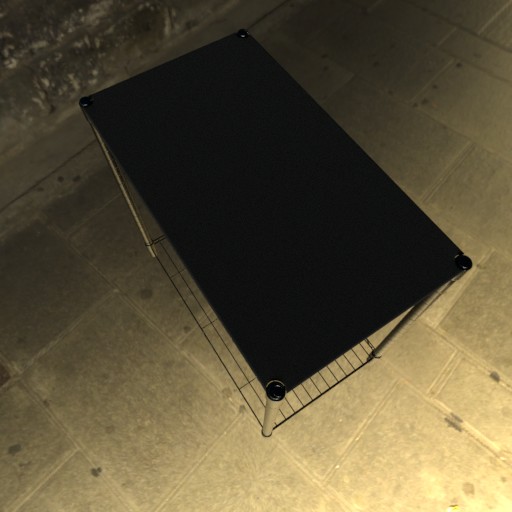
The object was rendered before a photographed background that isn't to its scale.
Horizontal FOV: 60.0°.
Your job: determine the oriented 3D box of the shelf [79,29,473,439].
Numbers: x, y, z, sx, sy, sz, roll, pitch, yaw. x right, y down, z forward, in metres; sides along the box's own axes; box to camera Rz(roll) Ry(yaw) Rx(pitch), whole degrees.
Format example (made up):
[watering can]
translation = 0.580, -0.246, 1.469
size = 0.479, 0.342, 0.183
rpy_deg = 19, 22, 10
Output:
[shelf]
translation = 0.000, 0.000, 0.925
size = 0.338, 0.564, 0.589
rpy_deg = -30, 67, -14
